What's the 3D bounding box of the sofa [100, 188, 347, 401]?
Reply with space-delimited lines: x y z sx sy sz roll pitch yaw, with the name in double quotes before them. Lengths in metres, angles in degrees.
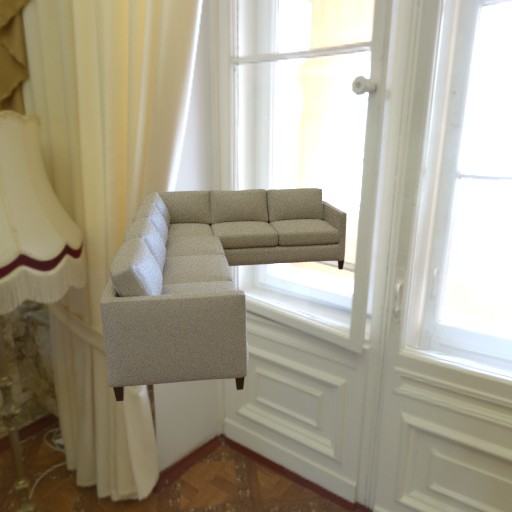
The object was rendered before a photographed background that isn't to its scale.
"sofa" 0.000 0.000 4.497 2.522 0.934 3.333 -3 17 -9
